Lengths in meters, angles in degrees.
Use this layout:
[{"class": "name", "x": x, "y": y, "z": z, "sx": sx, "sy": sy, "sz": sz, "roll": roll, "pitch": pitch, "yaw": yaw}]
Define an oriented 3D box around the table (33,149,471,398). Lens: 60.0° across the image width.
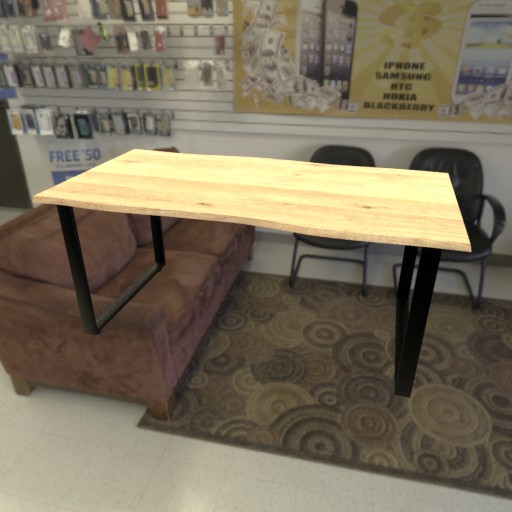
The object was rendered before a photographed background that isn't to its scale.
[{"class": "table", "x": 0.000, "y": 0.000, "z": 2.288, "sx": 1.800, "sy": 0.780, "sz": 0.900, "roll": 8, "pitch": 28, "yaw": 14}]
